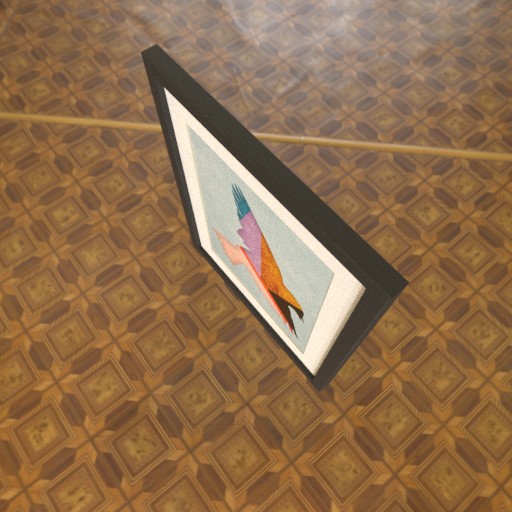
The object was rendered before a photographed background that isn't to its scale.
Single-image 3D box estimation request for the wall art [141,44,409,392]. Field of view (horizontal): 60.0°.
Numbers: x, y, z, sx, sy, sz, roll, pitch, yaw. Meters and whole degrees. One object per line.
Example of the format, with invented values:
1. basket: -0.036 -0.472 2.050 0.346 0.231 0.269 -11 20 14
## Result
1. wall art: 0.000 0.000 0.771 0.028 0.558 0.457 -36 69 -16
